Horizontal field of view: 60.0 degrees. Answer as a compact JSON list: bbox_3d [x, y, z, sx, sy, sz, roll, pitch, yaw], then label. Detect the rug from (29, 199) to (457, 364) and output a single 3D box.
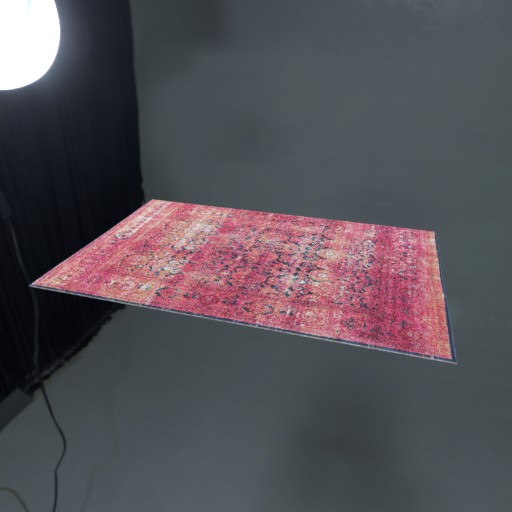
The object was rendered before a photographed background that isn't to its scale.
[{"bbox_3d":[0.000,0.000,3.059,2.449,0.018,1.539,8,29,15],"label":"rug"}]
